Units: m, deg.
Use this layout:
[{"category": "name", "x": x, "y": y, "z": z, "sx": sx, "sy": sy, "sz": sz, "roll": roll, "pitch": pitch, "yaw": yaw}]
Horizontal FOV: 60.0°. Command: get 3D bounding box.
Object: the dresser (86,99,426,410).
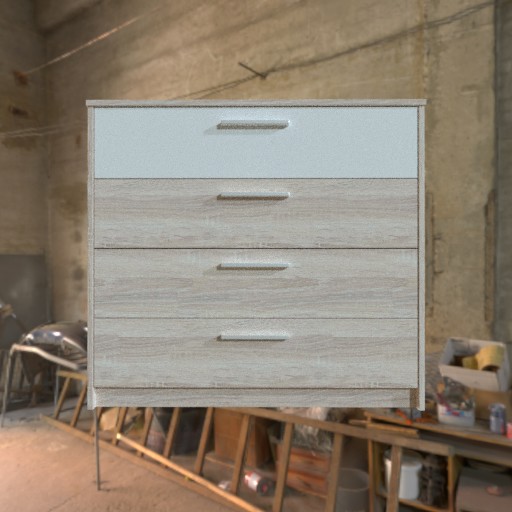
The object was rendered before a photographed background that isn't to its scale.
[{"category": "dresser", "x": 0.000, "y": 0.000, "z": 1.451, "sx": 0.980, "sy": 0.900, "sz": 0.380, "roll": 0, "pitch": 0, "yaw": 0}]
